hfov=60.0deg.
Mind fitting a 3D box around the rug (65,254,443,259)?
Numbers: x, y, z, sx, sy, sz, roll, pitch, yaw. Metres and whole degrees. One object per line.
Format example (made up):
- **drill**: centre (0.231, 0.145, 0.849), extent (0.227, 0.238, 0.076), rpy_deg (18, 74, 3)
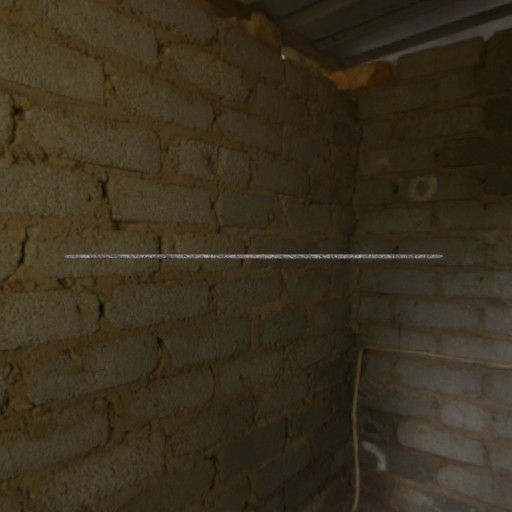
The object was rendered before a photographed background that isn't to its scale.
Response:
- **rug**: centre (0.000, 0.000, 2.211), extent (1.158, 0.013, 1.752), rpy_deg (0, 0, 0)
